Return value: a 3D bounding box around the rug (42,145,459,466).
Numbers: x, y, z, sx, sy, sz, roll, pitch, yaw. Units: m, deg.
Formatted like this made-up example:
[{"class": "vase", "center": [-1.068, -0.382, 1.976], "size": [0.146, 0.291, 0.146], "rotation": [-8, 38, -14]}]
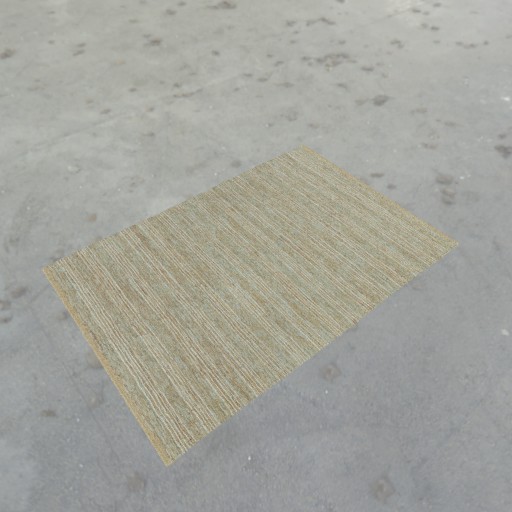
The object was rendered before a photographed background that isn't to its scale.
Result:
[{"class": "rug", "center": [0.000, 0.000, 2.332], "size": [1.824, 0.010, 1.240], "rotation": [-30, 54, -25]}]
